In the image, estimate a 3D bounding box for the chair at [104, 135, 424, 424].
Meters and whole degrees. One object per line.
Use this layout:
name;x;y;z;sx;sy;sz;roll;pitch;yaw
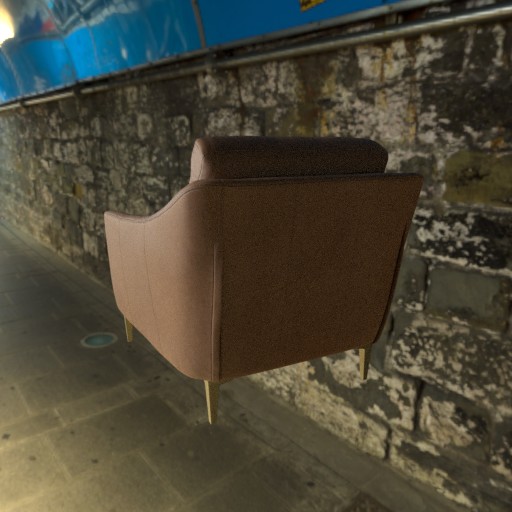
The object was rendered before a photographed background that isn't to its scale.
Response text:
chair;0.000;0.000;1.717;0.988;0.895;0.963;-7;16;-25
